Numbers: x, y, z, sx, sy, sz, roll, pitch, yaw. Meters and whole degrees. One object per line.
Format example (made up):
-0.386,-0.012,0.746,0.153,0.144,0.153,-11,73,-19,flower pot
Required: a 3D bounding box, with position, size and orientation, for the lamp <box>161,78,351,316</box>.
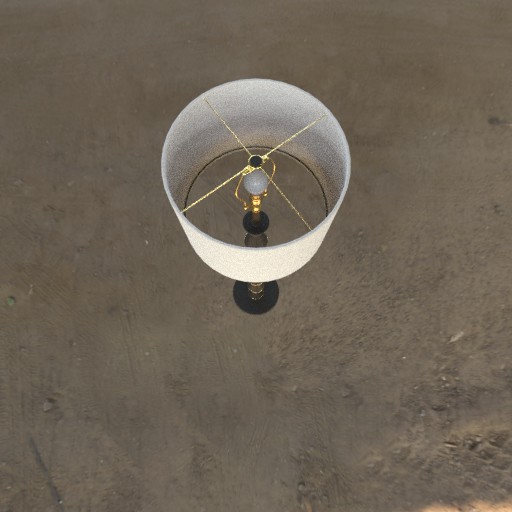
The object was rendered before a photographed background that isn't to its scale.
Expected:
0.000,0.000,1.603,0.381,1.480,0.381,-36,78,-9,lamp
